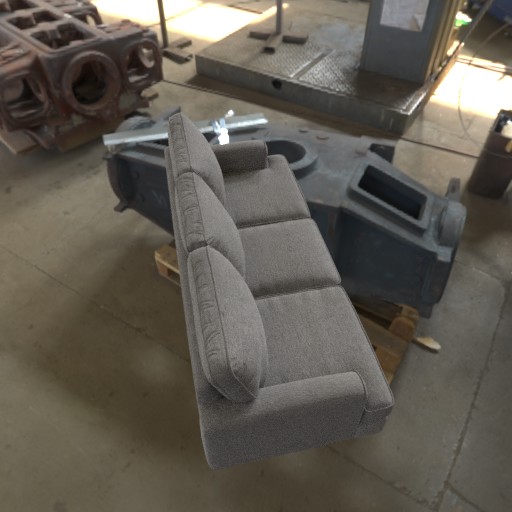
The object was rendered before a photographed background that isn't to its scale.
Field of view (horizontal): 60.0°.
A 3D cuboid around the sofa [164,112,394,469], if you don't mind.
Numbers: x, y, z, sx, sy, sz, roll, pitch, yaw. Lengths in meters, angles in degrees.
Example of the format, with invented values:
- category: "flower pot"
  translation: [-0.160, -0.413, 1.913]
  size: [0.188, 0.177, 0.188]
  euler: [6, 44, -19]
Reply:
- category: "sofa"
  translation: [0.000, 0.000, 2.736]
  size: [0.951, 0.965, 2.158]
  euler: [-9, 48, -8]
